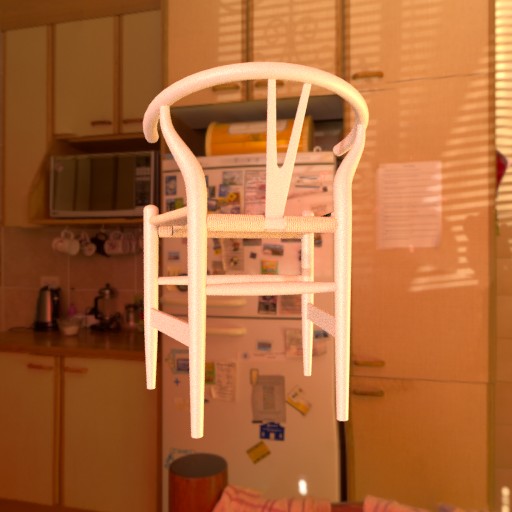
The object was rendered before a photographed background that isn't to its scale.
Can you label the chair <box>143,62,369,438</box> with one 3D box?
[{"bbox_3d":[0.000,0.000,1.077,0.533,0.736,0.500,0,0,-17],"label":"chair"}]
